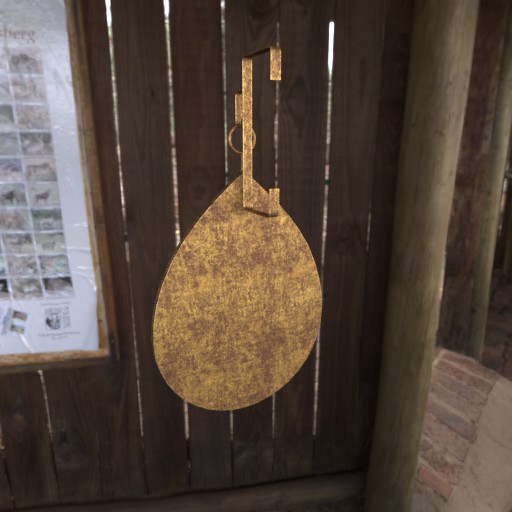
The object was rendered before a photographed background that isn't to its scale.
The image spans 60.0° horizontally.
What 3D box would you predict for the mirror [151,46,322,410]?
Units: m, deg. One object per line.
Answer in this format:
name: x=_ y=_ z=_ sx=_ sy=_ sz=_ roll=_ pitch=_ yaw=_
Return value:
mirror: x=0.000 y=0.000 z=0.881 sx=0.405 sy=0.744 sz=0.144 roll=-7 pitch=17 yaw=-26
